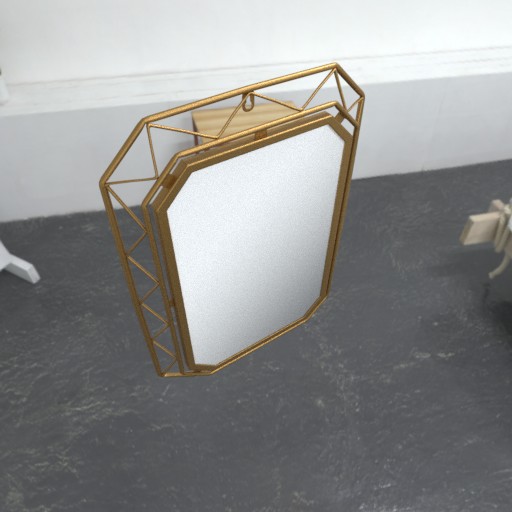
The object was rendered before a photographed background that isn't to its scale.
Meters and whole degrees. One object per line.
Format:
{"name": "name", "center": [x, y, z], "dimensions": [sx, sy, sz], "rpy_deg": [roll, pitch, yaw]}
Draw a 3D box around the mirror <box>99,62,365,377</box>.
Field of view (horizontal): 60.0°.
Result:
{"name": "mirror", "center": [0.000, 0.000, 0.731], "dimensions": [0.417, 0.566, 0.042], "rpy_deg": [-25, 51, -22]}
